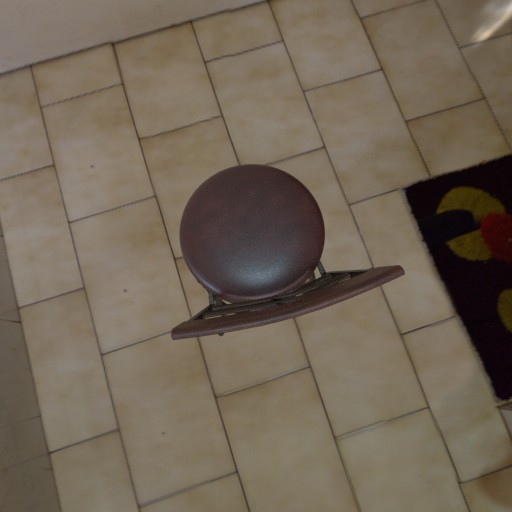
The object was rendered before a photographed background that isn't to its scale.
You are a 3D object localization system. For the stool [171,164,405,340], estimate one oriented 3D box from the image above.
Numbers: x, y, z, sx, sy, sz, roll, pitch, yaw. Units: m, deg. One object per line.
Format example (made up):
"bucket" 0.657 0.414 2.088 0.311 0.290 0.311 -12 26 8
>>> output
"stool" 0.000 0.000 1.413 0.448 1.130 0.513 -15 77 -4
